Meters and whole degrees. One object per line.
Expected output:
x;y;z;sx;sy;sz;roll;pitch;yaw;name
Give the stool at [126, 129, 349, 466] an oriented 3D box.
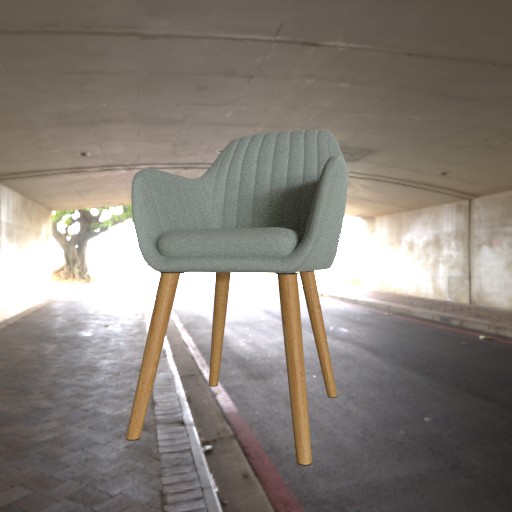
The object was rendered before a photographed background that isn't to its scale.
0.000;0.000;1.212;0.503;0.830;0.590;0;0;18;stool
